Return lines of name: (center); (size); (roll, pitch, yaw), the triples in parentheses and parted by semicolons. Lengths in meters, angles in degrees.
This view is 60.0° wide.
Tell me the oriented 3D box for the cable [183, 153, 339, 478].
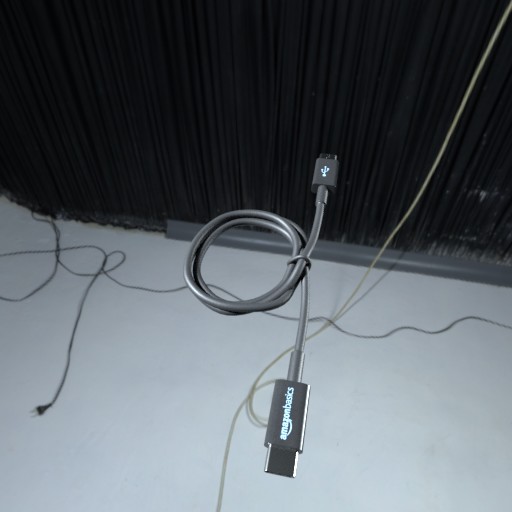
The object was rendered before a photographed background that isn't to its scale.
cable: (0.000, 0.000, 0.218); (0.070, 0.014, 0.192); (8, 48, 7)
